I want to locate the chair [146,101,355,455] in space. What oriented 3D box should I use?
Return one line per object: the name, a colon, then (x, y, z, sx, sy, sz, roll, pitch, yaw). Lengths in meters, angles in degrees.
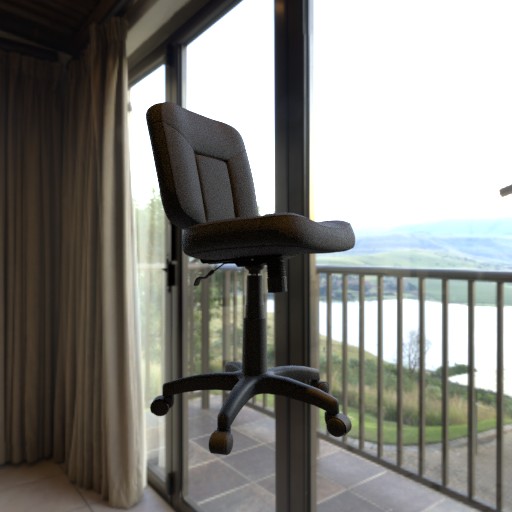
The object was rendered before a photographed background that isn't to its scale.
chair: (0.000, 0.000, 1.361, 0.610, 0.972, 0.610, 0, 0, 35)
